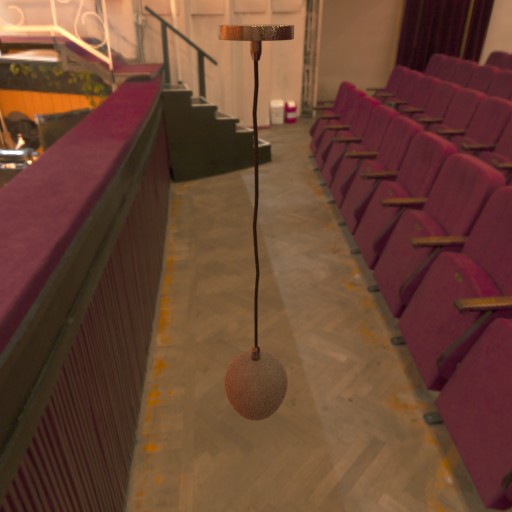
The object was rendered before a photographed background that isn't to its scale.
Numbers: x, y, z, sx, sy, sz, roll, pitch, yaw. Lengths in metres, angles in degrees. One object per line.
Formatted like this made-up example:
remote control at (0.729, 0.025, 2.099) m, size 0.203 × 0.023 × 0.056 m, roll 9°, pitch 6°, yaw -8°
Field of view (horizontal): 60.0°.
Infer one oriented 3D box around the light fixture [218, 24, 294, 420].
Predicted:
light fixture at (0.000, 0.000, 0.826) m, size 0.139 × 0.764 × 0.139 m, roll 0°, pitch 29°, yaw -1°
